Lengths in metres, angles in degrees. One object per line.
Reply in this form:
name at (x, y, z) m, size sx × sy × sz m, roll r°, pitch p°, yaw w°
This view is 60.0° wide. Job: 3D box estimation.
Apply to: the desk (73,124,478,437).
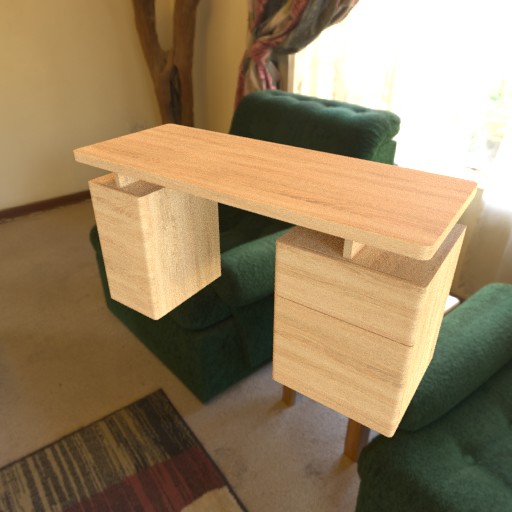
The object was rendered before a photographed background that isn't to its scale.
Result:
desk at (0.000, 0.000, 1.786) m, size 1.400 × 0.760 × 0.550 m, roll 19°, pitch 35°, yaw 30°
